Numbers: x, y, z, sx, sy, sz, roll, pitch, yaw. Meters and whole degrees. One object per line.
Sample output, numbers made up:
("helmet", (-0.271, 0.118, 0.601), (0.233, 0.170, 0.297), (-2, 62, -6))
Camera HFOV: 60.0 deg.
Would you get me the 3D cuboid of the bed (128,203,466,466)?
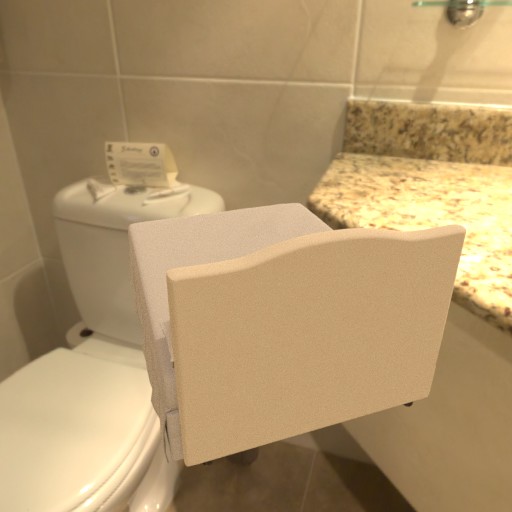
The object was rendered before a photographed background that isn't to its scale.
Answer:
("bed", (0.000, 0.000, 3.588), (1.977, 1.437, 2.477), (-9, 29, -17))
